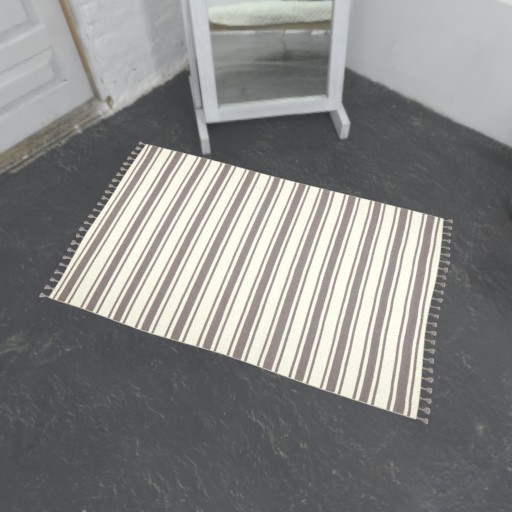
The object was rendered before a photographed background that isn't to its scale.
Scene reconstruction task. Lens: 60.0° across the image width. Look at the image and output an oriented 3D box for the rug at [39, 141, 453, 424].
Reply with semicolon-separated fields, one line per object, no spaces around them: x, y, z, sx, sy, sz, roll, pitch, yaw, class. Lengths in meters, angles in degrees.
0.000;0.000;2.520;2.096;0.011;1.229;16;60;10;rug
